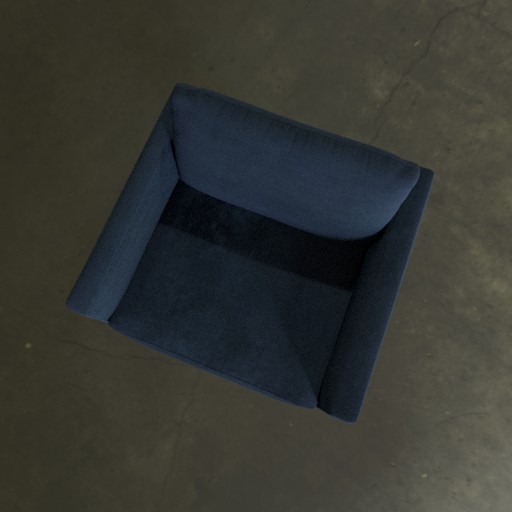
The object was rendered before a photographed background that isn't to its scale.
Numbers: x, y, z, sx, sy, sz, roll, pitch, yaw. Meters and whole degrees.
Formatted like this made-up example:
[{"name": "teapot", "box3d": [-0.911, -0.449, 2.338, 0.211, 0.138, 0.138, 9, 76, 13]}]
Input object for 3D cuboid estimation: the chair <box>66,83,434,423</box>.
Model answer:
[{"name": "chair", "box3d": [0.000, 0.000, 1.603, 0.964, 0.812, 0.875, 21, 77, 5]}]
